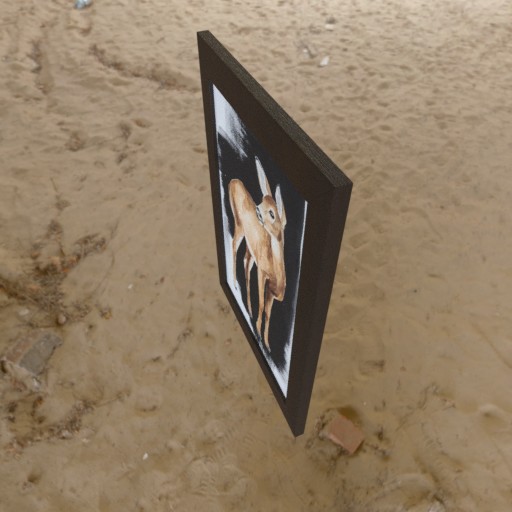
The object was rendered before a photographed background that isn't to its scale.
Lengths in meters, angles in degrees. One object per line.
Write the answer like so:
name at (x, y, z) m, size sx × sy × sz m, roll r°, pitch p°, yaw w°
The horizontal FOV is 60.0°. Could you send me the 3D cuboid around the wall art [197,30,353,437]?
wall art at (0.000, 0.000, 0.656) m, size 0.017 × 0.513 × 0.359 m, roll -17°, pitch 49°, yaw -16°
